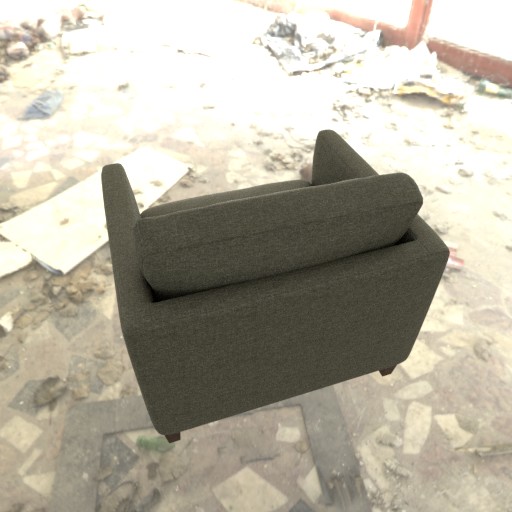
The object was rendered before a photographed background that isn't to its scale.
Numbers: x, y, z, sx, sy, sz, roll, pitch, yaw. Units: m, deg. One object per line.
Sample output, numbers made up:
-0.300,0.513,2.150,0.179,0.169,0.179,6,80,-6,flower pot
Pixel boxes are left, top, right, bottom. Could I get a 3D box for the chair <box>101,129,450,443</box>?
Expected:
0.000,0.000,1.850,1.107,0.963,0.959,-13,44,-13,chair
